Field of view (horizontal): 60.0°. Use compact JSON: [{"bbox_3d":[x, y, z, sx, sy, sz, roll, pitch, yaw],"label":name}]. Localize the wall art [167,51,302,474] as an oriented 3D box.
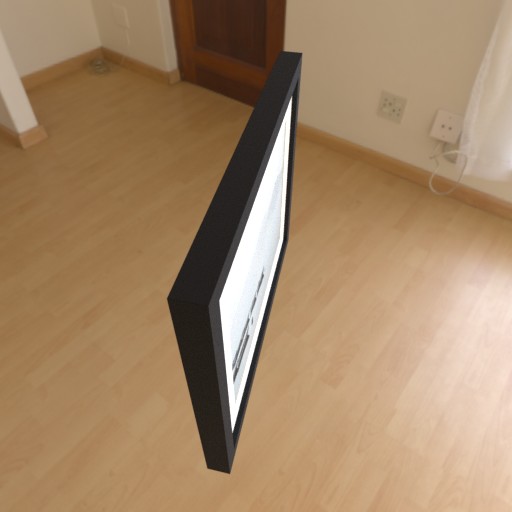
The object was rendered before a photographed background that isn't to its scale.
[{"bbox_3d":[0.000,0.000,0.533,0.028,0.325,0.397,9,47,9],"label":"wall art"}]
